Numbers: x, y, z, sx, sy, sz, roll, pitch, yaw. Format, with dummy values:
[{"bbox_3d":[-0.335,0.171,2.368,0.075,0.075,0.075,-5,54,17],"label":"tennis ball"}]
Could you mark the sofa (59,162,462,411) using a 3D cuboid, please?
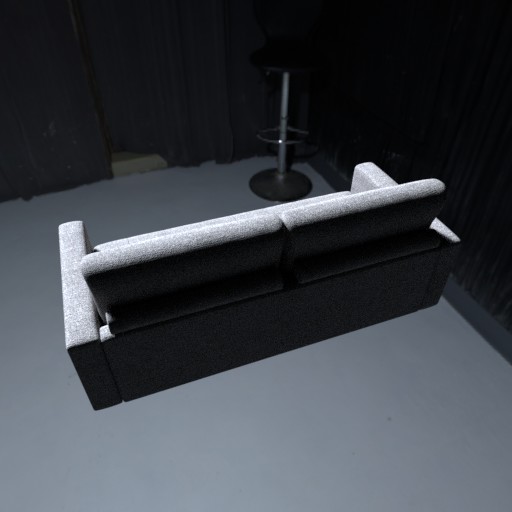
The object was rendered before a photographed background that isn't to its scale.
[{"bbox_3d":[0.000,0.000,2.277,1.821,0.902,0.863,-14,43,-15],"label":"sofa"}]
